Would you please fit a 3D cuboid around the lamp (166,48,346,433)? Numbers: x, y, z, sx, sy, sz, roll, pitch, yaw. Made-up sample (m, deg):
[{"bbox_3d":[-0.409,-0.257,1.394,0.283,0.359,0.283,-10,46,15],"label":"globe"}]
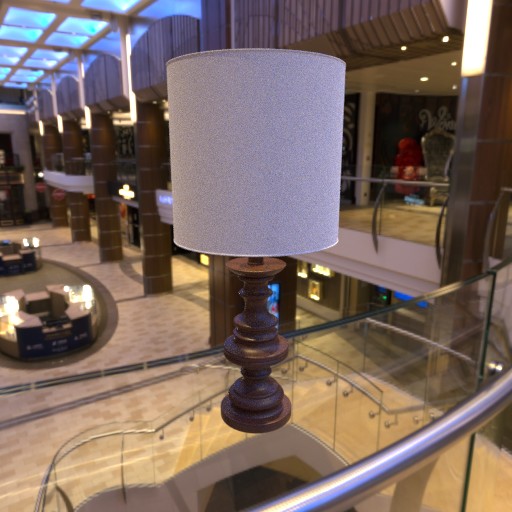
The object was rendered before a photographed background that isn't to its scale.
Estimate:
[{"bbox_3d":[0.000,0.000,0.576,0.208,0.455,0.208,2,14,9],"label":"lamp"}]
